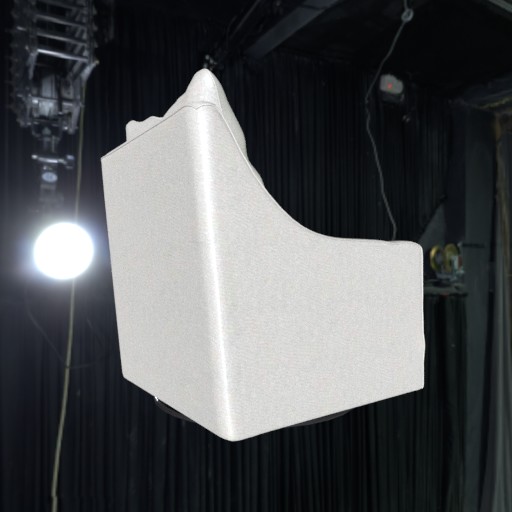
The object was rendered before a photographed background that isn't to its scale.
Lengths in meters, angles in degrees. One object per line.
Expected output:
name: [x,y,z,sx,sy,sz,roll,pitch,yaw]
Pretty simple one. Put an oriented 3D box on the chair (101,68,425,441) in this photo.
chair: [0.000,0.000,1.548,0.876,0.942,0.760,1,-1,-36]
